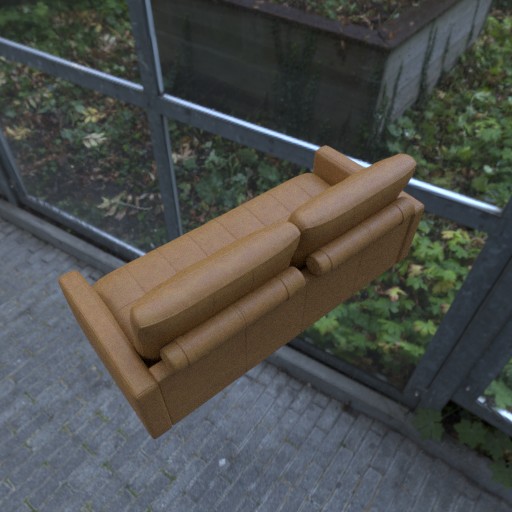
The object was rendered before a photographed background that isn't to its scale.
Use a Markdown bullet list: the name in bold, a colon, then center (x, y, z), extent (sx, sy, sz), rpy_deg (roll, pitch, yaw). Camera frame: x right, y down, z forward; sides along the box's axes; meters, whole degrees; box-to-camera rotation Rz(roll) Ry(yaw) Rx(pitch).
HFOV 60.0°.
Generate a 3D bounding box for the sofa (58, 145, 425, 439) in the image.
- **sofa**: center (0.000, 0.000, 2.356), extent (1.821, 0.898, 0.850), rpy_deg (-31, 54, -25)
